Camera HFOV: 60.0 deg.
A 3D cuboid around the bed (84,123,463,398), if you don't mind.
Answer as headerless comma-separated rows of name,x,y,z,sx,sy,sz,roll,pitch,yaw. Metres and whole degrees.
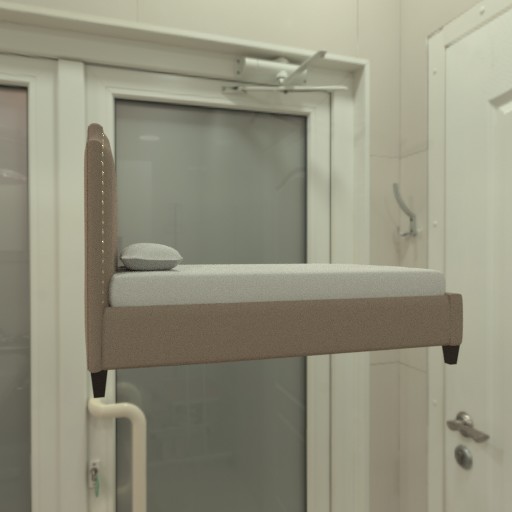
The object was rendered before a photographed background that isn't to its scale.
bed,0.000,0.000,3.385,2.372,1.443,1.713,0,1,-17
